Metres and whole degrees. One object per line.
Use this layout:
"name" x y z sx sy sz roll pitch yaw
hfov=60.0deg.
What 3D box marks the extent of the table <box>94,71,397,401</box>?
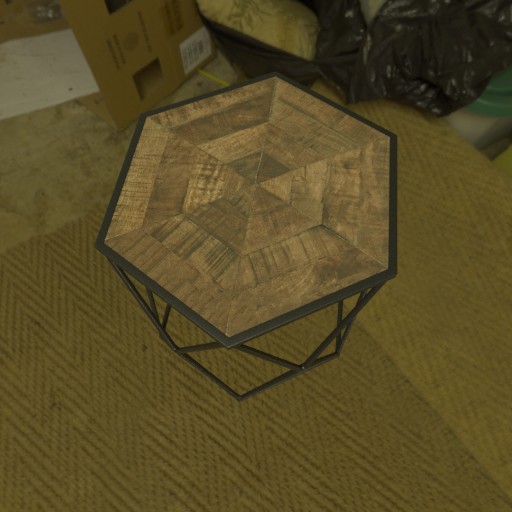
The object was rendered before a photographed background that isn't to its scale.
"table" 0.000 0.000 1.053 0.578 0.564 0.579 34 68 16
